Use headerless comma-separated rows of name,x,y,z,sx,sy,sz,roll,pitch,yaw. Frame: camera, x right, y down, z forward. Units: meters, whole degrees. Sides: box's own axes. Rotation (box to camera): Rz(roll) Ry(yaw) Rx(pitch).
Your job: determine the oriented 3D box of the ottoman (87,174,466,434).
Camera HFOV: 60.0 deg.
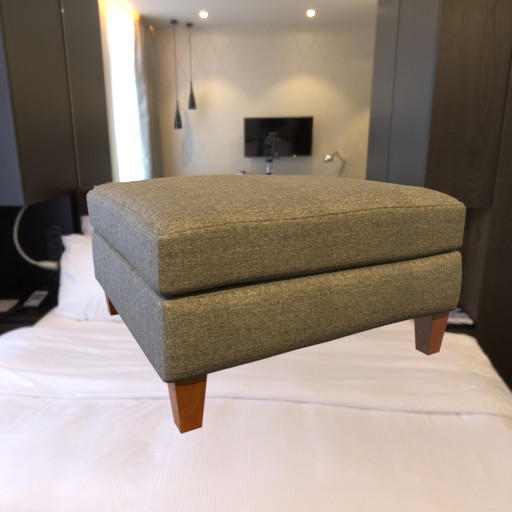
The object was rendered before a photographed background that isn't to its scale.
ottoman,0.000,0.000,1.336,0.838,0.481,0.838,-8,16,-27
